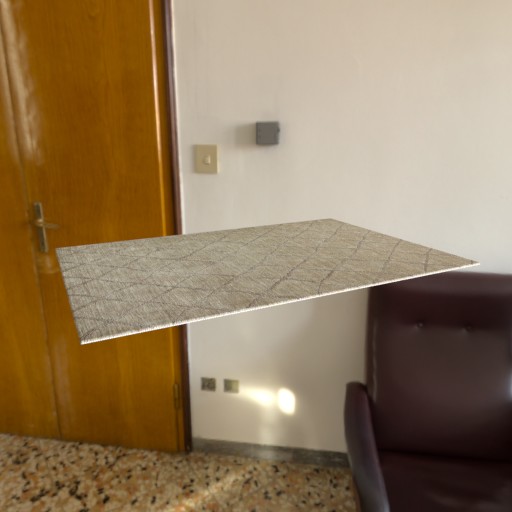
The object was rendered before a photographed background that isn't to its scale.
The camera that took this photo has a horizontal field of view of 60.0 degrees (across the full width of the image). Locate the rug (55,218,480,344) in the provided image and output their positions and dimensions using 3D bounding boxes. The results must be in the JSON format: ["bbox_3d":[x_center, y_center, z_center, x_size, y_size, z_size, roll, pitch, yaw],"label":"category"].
[{"bbox_3d":[0.000,0.000,2.845,2.280,0.015,1.521,-8,18,-26],"label":"rug"}]
